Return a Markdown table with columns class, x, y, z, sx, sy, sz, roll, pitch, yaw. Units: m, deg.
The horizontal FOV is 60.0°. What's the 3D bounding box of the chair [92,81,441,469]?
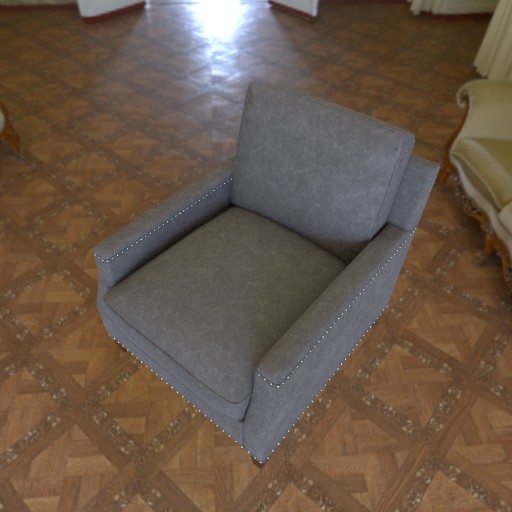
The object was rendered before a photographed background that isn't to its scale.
| class | x | y | z | sx | sy | sz | roll | pitch | yaw |
| --- | --- | --- | --- | --- | --- | --- | --- | --- | --- |
| chair | 0.000 | 0.000 | 1.681 | 0.853 | 0.948 | 1.014 | 30 | 52 | 27 |
